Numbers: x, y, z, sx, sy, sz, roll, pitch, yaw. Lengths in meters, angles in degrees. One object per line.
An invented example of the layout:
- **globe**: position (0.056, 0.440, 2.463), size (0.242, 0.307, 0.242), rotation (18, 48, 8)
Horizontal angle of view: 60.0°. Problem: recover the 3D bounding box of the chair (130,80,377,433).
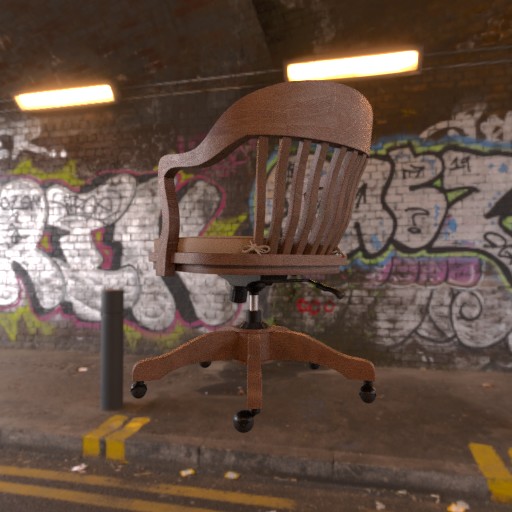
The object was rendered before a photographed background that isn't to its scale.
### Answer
- **chair**: position (0.000, 0.000, 1.458), size (0.750, 0.878, 0.788), rotation (1, -1, -36)
